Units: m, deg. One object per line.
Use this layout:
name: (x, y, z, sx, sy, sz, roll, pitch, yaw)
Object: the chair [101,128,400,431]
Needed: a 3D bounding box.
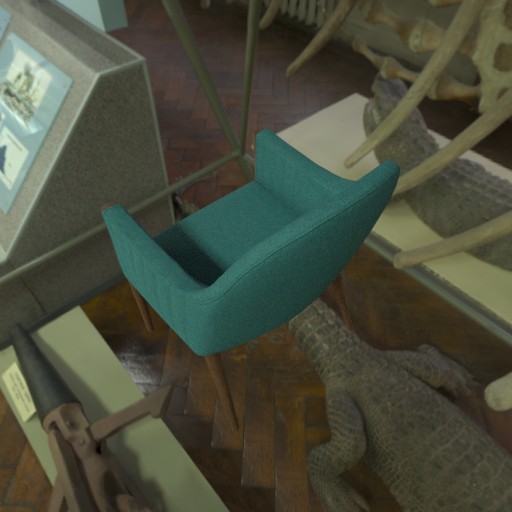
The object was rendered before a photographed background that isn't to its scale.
chair: (0.000, 0.000, 1.366, 0.656, 0.907, 0.652, -34, 56, -26)
